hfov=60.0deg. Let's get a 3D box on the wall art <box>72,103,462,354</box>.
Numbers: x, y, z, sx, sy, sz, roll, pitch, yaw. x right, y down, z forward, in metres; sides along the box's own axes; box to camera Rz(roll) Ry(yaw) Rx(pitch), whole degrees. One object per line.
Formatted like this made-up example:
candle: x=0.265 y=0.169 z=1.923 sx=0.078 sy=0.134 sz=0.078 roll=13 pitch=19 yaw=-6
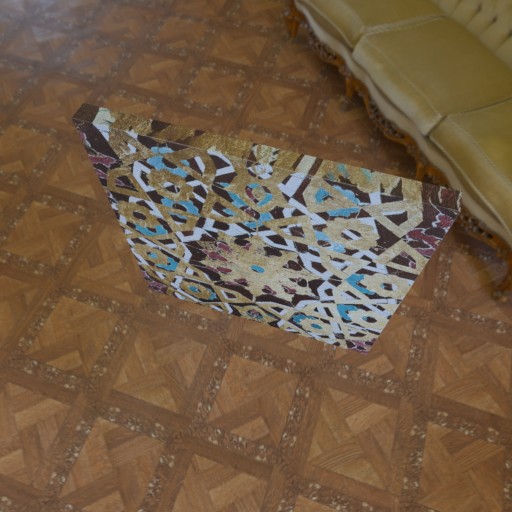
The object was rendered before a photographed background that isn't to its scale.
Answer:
wall art: x=0.000 y=0.000 z=0.935 sx=0.609 sy=0.613 sz=0.041 roll=15 pitch=60 yaw=9
